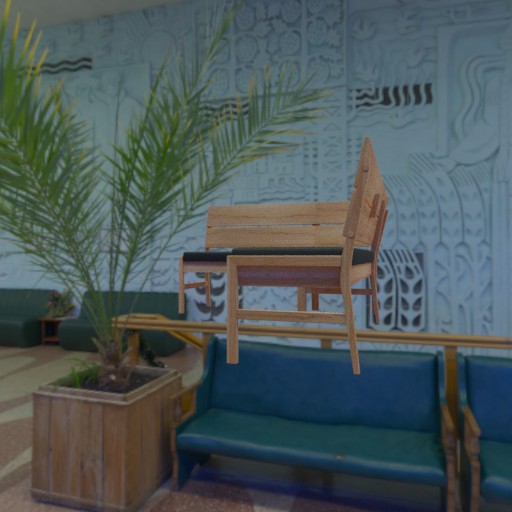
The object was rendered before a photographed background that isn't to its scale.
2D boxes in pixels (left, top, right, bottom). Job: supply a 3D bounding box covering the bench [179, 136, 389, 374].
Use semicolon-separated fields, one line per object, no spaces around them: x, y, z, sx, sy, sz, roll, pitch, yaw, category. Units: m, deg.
0.000;0.000;2.816;1.548;0.890;1.948;0;0;19;bench
